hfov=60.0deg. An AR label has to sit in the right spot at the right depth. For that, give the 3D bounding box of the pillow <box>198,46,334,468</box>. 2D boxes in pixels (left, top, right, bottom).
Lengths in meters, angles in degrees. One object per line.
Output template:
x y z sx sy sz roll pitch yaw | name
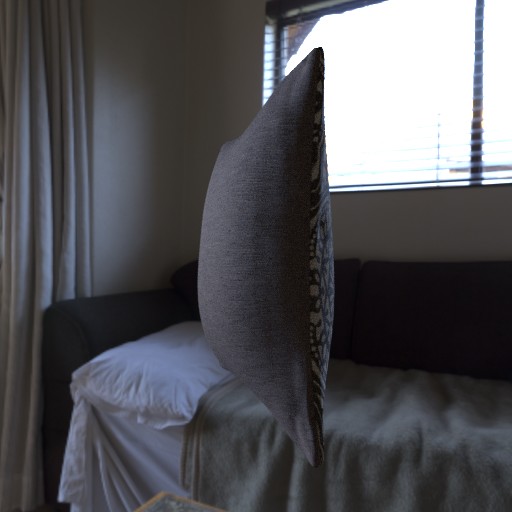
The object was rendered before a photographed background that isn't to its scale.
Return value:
0.000 0.000 0.636 0.148 0.417 0.436 0 0 -17 | pillow
